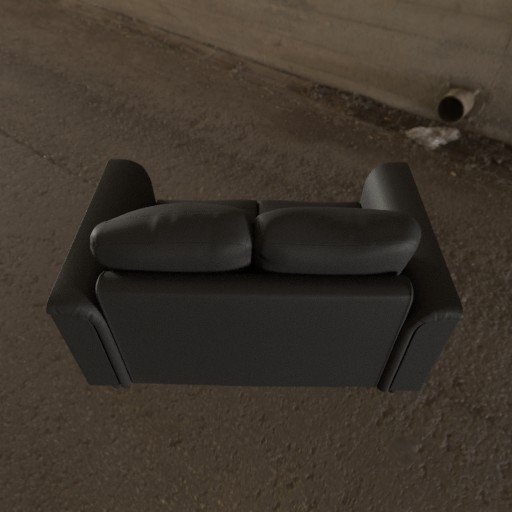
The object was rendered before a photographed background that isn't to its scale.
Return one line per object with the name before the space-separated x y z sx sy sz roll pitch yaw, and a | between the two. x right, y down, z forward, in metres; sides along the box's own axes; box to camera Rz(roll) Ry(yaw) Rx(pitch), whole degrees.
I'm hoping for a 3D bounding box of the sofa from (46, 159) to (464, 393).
sofa | 0.000 0.000 1.894 1.386 0.845 0.887 1 46 1
